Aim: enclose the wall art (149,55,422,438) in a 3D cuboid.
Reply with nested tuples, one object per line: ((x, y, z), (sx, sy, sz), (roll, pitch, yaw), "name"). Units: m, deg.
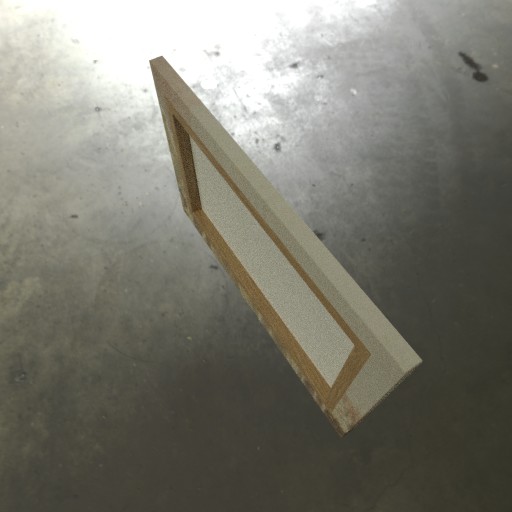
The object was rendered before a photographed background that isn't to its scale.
((0.000, 0.000, 1.149), (0.040, 0.608, 0.916), (-29, 63, -16), "wall art")
